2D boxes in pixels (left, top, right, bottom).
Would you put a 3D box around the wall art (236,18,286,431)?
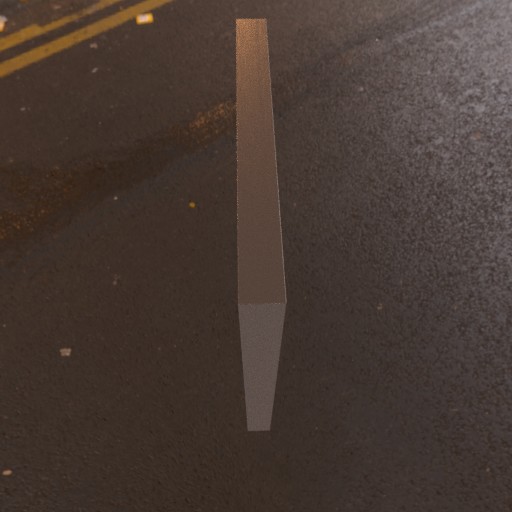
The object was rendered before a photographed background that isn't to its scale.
[{"bbox_3d":[0.000,0.000,0.510,0.030,0.379,0.308,-1,58,-1],"label":"wall art"}]
